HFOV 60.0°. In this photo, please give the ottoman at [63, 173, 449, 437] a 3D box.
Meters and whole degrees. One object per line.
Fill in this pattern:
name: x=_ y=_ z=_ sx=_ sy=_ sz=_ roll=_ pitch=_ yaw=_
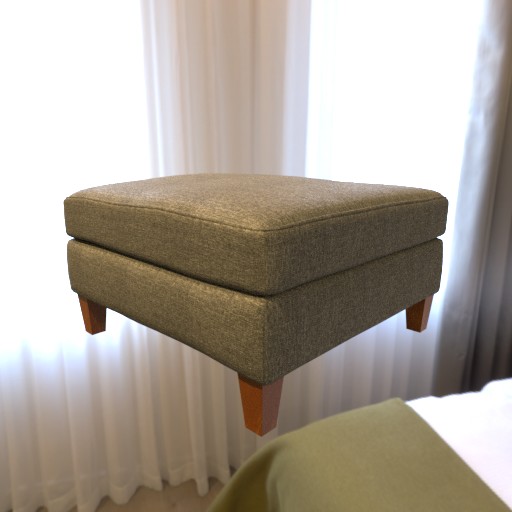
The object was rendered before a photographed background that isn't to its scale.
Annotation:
ottoman: x=0.000 y=0.000 z=1.348 sx=0.838 sy=0.481 sz=0.838 roll=13 pitch=18 yaw=43
